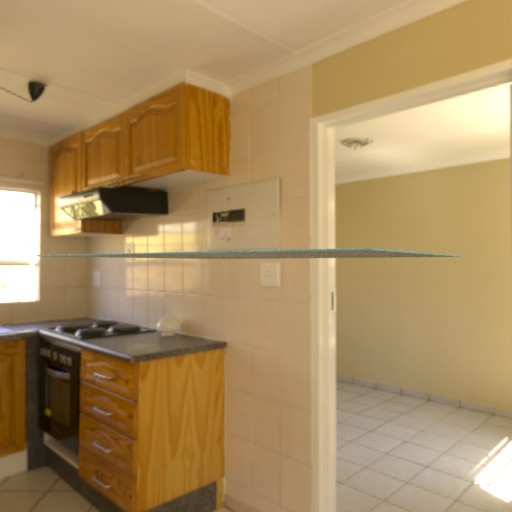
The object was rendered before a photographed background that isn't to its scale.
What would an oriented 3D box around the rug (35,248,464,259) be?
[{"bbox_3d":[0.000,0.000,3.922,2.980,0.012,2.363,-1,-1,35],"label":"rug"}]
